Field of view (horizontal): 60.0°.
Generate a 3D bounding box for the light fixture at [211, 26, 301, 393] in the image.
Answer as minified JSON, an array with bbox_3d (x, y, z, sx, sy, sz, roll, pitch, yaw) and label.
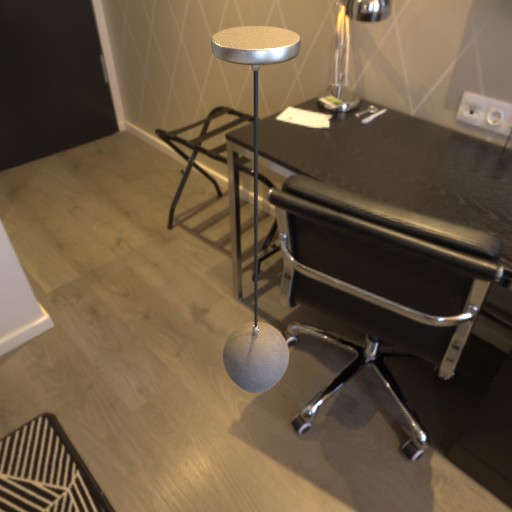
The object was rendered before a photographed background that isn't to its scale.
[{"bbox_3d":[0.000,0.000,0.833,0.153,0.760,0.153,11,41,12],"label":"light fixture"}]
